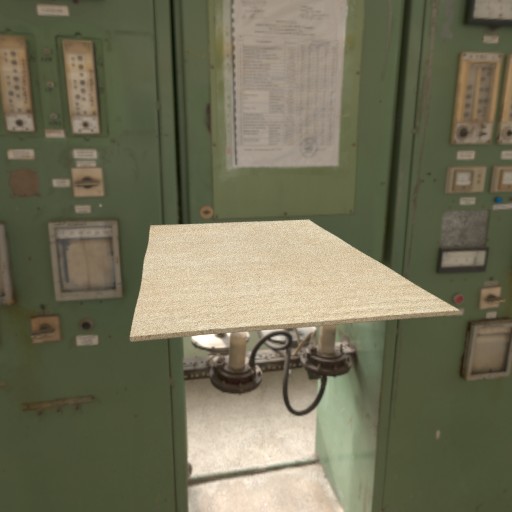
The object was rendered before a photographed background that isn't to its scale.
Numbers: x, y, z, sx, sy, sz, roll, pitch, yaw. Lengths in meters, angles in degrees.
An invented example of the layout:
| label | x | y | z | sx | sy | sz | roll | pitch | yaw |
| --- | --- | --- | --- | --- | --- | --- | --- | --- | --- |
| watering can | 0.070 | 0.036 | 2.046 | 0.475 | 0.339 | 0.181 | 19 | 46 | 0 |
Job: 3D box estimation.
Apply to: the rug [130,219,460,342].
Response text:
| label | x | y | z | sx | sy | sz | roll | pitch | yaw |
| --- | --- | --- | --- | --- | --- | --- | --- | --- | --- |
| rug | 0.000 | 0.000 | 3.055 | 1.500 | 0.025 | 2.346 | -3 | 16 | -11 |
